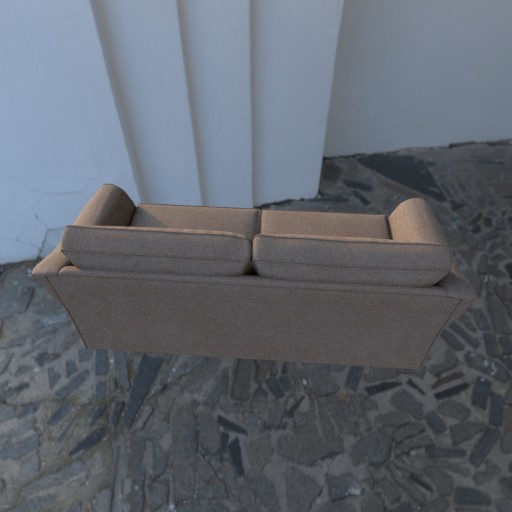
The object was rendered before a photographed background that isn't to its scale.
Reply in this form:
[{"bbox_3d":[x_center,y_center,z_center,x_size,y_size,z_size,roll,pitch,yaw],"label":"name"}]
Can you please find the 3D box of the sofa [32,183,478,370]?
[{"bbox_3d":[0.000,0.000,2.747,2.270,0.906,0.986,3,47,3],"label":"sofa"}]
